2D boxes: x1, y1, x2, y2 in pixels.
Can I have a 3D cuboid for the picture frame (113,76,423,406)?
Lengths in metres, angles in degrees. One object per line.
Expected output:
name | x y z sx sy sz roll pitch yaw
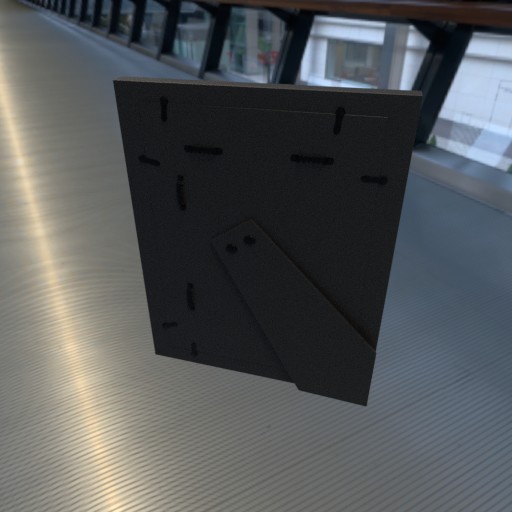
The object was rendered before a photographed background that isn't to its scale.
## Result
picture frame | 0.000 0.000 0.526 0.307 0.383 0.036 8 32 14
